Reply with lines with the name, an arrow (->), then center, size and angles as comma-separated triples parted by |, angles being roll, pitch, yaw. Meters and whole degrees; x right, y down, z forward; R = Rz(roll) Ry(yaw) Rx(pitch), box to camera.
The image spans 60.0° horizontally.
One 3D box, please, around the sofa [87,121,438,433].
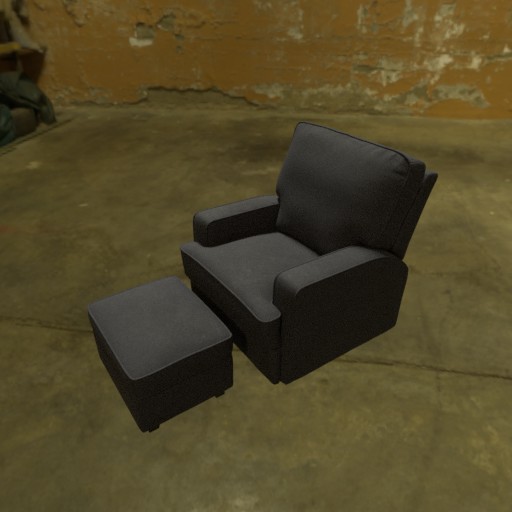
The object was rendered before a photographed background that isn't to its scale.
sofa -> 0.000, 0.000, 2.048 | 1.472, 0.959, 0.861 | -20, 36, -29
